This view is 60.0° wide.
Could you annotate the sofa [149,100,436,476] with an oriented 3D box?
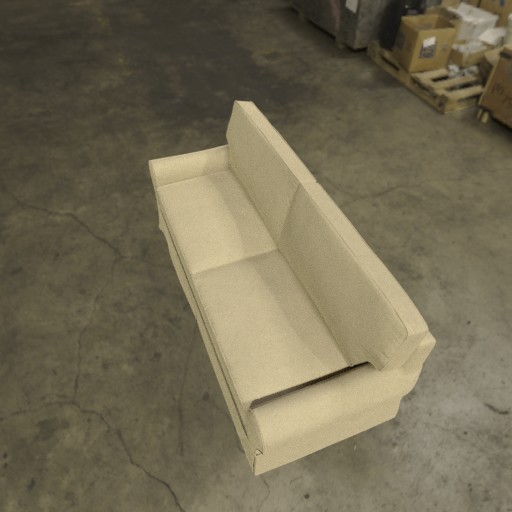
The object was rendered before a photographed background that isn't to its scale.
[{"bbox_3d":[0.000,0.000,2.745,0.900,1.014,2.246,-16,49,-15],"label":"sofa"}]
